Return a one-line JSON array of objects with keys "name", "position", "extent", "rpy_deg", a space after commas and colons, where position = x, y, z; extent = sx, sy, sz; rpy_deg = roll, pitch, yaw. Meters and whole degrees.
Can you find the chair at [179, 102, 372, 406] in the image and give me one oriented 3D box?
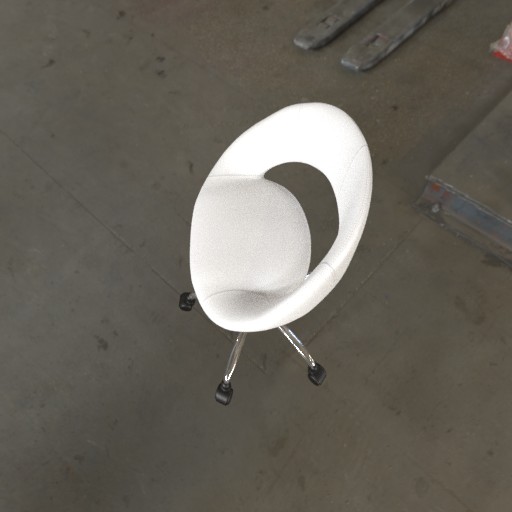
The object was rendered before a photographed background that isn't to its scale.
[{"name": "chair", "position": [0.000, 0.000, 1.222], "extent": [0.538, 0.791, 0.612], "rpy_deg": [-2, 57, -1]}]
